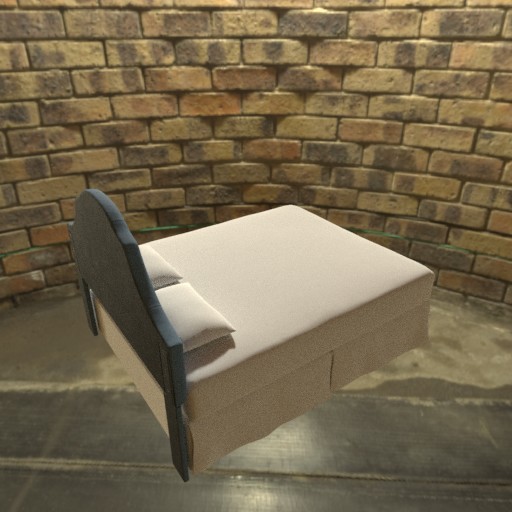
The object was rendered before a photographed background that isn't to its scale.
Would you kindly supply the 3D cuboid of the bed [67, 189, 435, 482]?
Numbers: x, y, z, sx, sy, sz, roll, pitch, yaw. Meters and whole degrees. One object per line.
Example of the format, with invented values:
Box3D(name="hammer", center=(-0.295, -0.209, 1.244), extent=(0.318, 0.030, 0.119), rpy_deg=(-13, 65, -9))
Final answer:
Box3D(name="bed", center=(0.000, 0.000, 3.728), extent=(2.477, 1.617, 2.039), rpy_deg=(-18, 33, -31))
